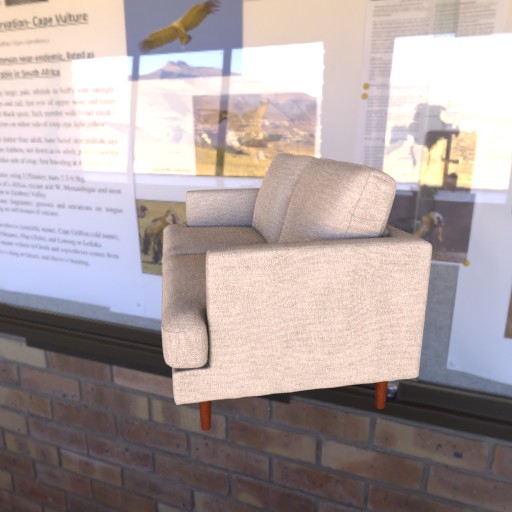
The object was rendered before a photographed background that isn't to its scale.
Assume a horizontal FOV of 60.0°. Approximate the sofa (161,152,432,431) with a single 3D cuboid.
[{"bbox_3d":[0.000,0.000,2.166,0.903,0.944,1.582,-3,16,-11],"label":"sofa"}]
